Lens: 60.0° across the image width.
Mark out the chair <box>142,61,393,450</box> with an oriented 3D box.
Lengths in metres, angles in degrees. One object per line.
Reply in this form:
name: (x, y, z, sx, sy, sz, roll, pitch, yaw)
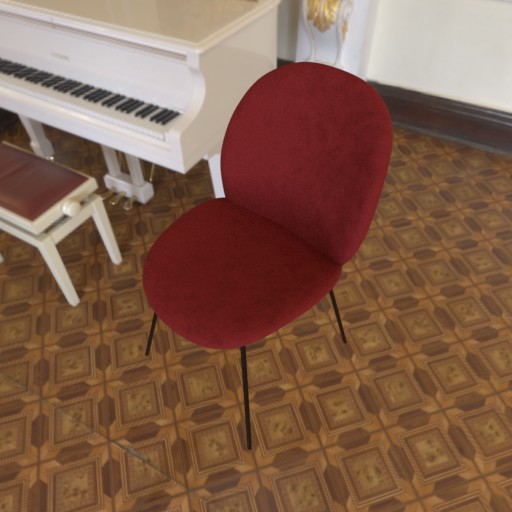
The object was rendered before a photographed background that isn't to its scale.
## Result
chair: (0.000, 0.000, 1.148, 0.458, 0.791, 0.587, 33, 55, 27)
